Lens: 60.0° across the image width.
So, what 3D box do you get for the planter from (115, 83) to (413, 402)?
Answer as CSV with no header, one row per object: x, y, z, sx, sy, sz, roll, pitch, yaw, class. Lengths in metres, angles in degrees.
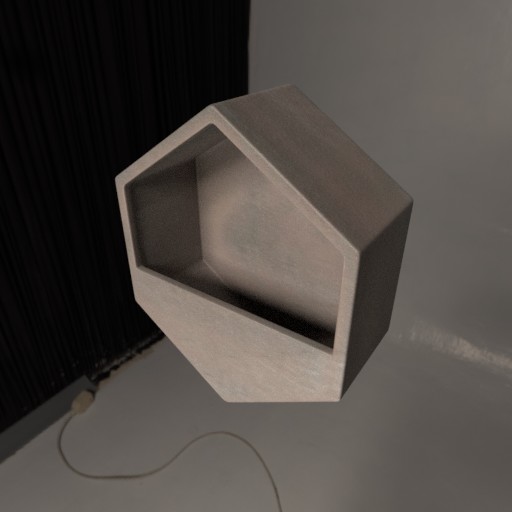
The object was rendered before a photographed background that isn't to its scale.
0.000,0.000,0.294,0.169,0.206,0.077,20,36,30,planter
